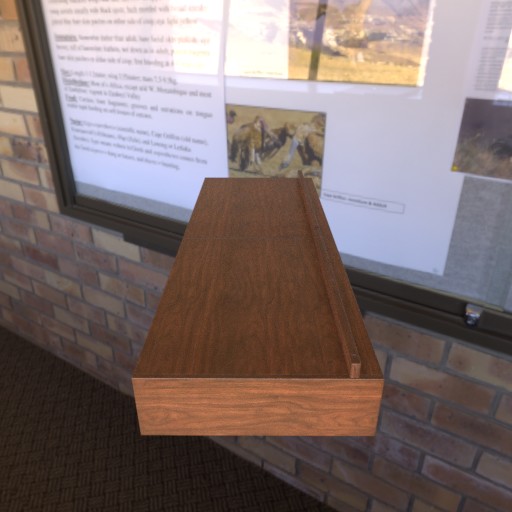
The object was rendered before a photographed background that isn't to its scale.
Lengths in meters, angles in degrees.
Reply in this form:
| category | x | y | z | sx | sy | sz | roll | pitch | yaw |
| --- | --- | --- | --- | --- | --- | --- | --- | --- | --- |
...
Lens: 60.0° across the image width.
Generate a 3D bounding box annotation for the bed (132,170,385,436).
| category | x | y | z | sx | sy | sz | roll | pitch | yaw |
| --- | --- | --- | --- | --- | --- | --- | --- | --- | --- |
| bed | 0.000 | 0.000 | 2.304 | 0.787 | 0.326 | 2.057 | 0 | 27 | 0 |
